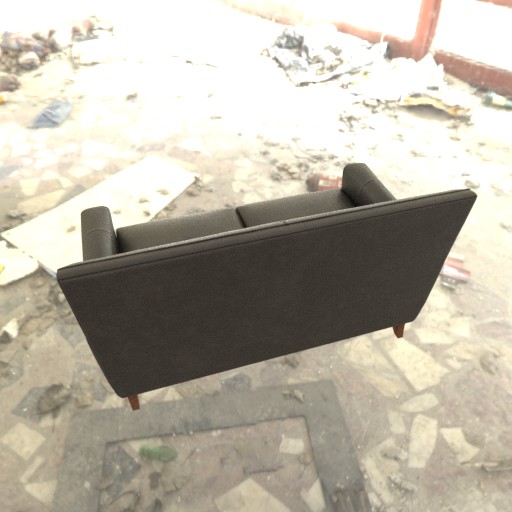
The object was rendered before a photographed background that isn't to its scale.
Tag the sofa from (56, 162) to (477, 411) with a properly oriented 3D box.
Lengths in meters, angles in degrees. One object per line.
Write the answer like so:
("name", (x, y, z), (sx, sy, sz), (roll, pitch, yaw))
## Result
("sofa", (0.000, 0.000, 2.026), (1.473, 0.871, 0.787), (-12, 43, -13))
